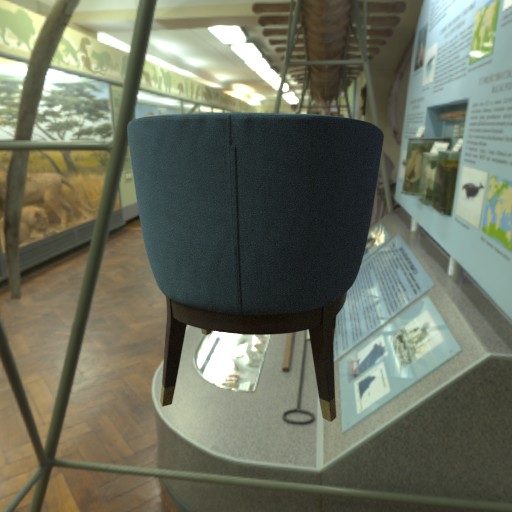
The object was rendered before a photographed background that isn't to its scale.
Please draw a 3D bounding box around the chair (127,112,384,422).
[{"bbox_3d":[0.000,0.000,1.276,0.661,0.760,0.702,2,16,8],"label":"chair"}]
